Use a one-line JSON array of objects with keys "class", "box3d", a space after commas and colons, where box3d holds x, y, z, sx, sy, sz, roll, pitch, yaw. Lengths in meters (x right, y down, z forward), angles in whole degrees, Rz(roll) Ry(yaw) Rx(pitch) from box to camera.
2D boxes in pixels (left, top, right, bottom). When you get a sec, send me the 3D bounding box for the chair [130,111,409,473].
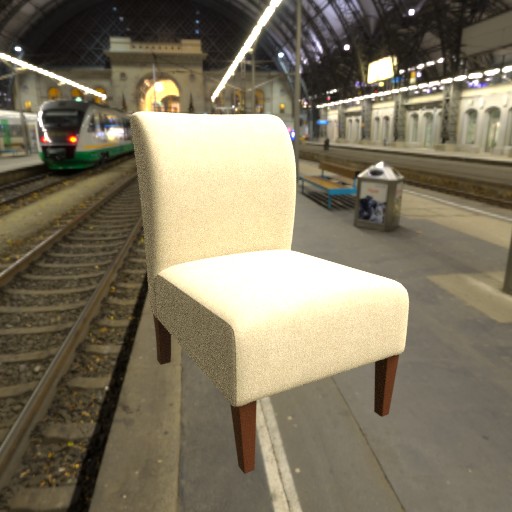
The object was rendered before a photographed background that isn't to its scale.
[{"class": "chair", "box3d": [0.000, 0.000, 1.318, 0.521, 0.833, 0.754, -9, 18, -28]}]
